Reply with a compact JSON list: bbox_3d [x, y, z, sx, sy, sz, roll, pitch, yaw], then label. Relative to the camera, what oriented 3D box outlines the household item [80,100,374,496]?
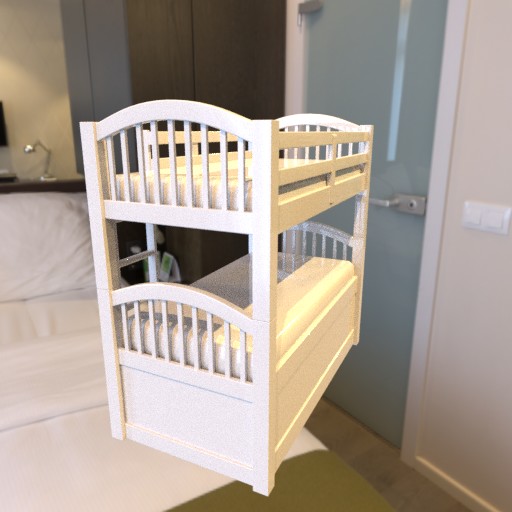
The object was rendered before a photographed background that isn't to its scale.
[{"bbox_3d":[0.000,0.000,3.224,1.143,2.032,2.032,8,17,25],"label":"household item"}]
